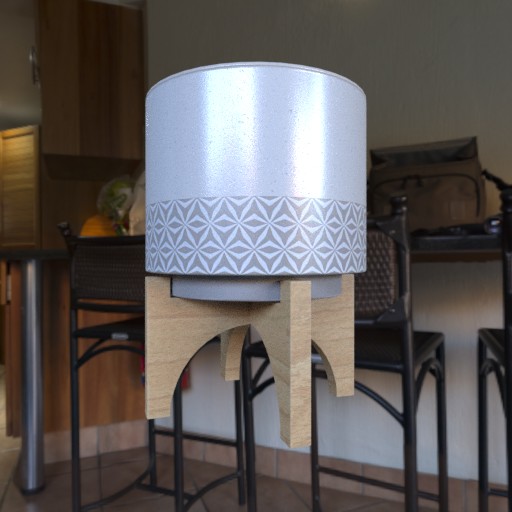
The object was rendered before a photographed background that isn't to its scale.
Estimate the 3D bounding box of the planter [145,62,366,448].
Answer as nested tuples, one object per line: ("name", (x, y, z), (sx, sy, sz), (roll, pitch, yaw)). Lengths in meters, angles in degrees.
("planter", (0.000, 0.000, 0.514), (0.249, 0.343, 0.249), (0, 0, 0))
